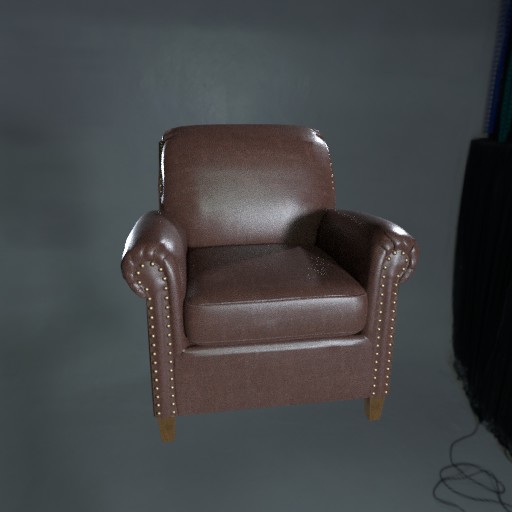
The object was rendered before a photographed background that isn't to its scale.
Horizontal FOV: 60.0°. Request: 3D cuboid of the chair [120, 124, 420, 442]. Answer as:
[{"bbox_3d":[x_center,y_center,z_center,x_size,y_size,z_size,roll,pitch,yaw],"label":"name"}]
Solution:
[{"bbox_3d":[0.000,0.000,1.625,0.854,0.927,0.890,-3,17,-8],"label":"chair"}]
